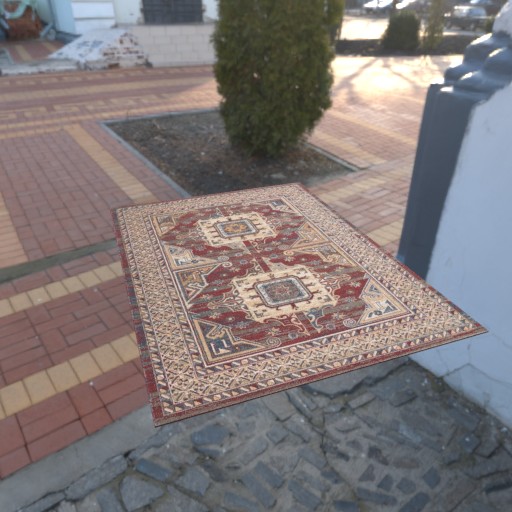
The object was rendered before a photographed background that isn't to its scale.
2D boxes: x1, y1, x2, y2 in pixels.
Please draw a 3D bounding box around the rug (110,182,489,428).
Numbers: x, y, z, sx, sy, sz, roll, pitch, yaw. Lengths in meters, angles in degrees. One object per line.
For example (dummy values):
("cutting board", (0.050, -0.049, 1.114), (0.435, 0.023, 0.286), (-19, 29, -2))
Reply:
("rug", (0.000, 0.000, 4.122), (2.381, 0.013, 3.197), (-10, 32, -17))
